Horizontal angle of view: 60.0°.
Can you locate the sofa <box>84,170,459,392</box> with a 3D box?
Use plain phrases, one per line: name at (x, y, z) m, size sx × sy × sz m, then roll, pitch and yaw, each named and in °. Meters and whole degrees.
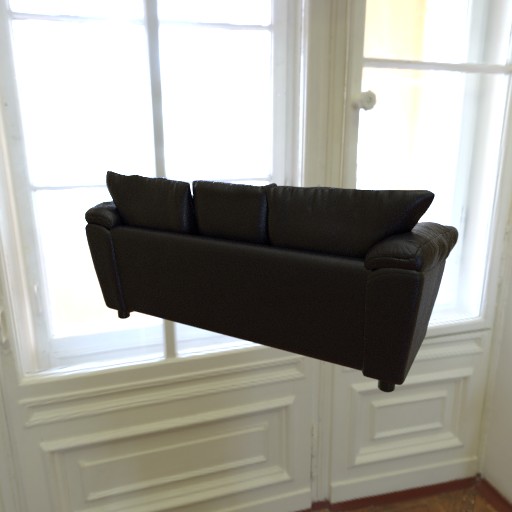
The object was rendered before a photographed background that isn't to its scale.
sofa at (0.000, 0.000, 2.919) m, size 2.336 × 1.073 × 0.880 m, roll 9°, pitch 18°, yaw 29°
